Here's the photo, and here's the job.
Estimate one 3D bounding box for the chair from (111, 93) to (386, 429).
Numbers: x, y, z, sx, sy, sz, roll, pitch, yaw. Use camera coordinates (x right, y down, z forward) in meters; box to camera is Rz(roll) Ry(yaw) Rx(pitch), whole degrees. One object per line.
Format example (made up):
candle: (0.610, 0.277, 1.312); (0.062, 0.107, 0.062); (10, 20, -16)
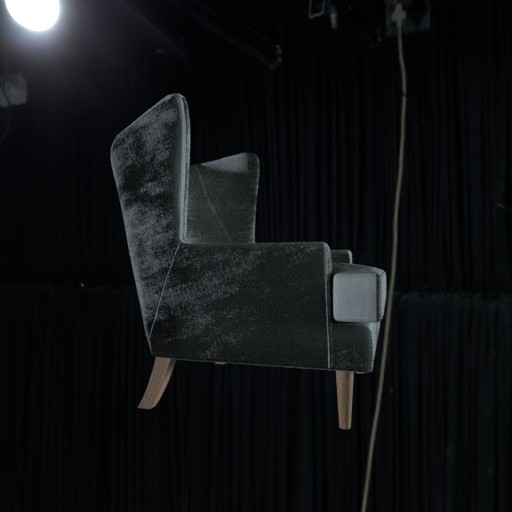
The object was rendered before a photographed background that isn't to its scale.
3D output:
chair: (0.000, 0.000, 1.620); (0.906, 0.950, 0.784); (0, -1, 17)
